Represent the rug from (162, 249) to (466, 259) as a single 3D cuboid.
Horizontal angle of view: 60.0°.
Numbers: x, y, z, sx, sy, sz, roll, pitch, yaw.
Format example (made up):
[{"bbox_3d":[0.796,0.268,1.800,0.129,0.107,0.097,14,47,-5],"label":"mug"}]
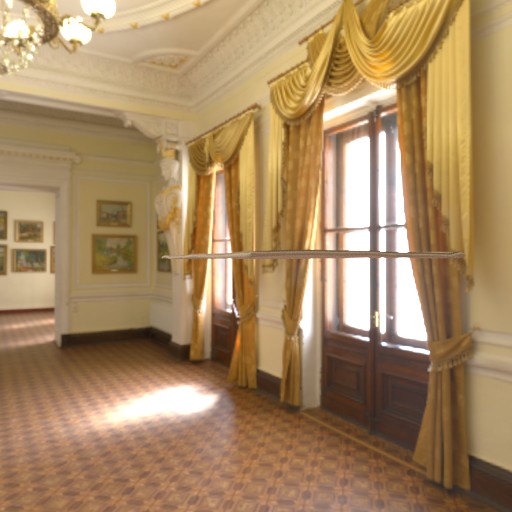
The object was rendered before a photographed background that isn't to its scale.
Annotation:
[{"bbox_3d":[0.000,0.000,2.610,0.831,0.036,2.381,0,0,-18],"label":"rug"}]
